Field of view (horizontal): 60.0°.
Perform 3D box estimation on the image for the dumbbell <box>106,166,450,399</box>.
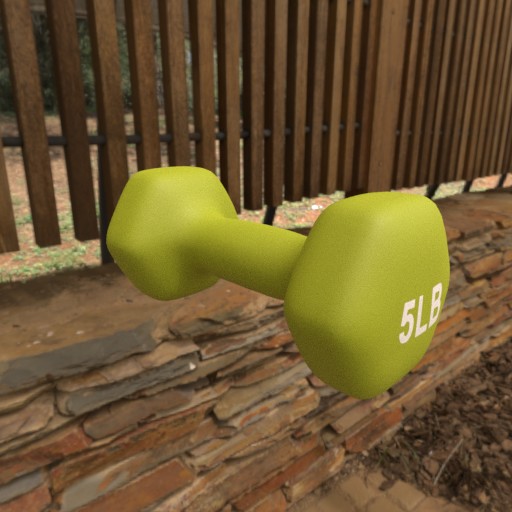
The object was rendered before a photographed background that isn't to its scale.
[{"bbox_3d":[0.000,0.000,0.208,0.080,0.072,0.164,-16,24,-42],"label":"dumbbell"}]
